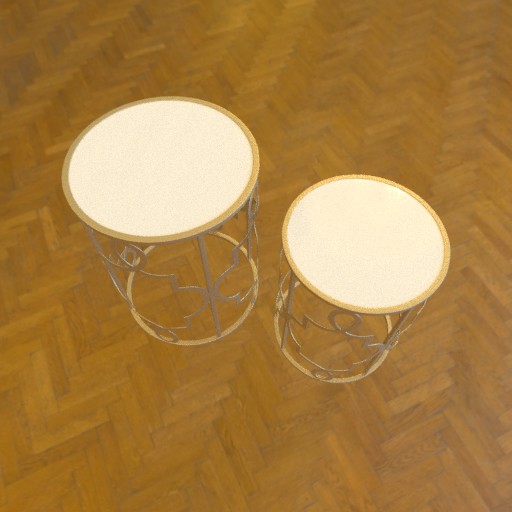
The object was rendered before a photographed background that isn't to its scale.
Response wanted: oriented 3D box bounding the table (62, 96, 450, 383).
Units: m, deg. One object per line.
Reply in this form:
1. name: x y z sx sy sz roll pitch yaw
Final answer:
1. table: 0.000 0.000 1.158 0.846 0.564 0.420 16 60 9
